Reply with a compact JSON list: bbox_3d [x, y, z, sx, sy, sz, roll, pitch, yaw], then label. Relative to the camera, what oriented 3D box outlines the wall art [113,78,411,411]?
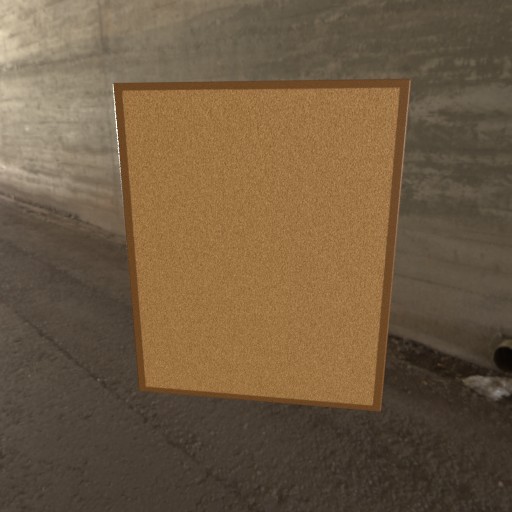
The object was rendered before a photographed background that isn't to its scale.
[{"bbox_3d":[0.000,0.000,0.747,0.449,0.550,0.021,2,16,8],"label":"wall art"}]
